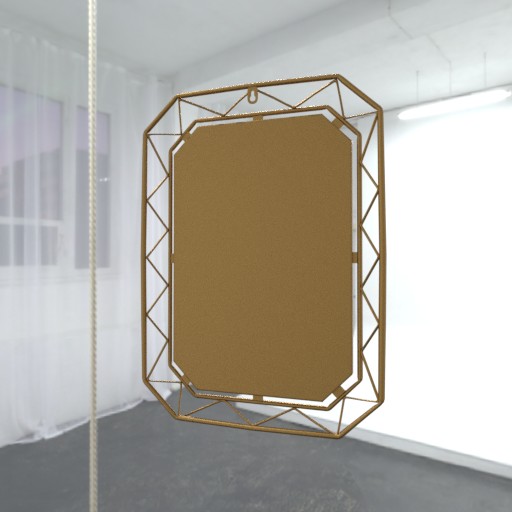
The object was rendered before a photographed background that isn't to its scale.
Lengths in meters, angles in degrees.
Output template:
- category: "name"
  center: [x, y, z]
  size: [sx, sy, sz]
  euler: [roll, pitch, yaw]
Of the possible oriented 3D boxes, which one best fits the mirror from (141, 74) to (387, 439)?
- category: "mirror"
  center: [0.000, 0.000, 0.736]
  size: [0.417, 0.566, 0.042]
  euler: [0, -1, 18]
